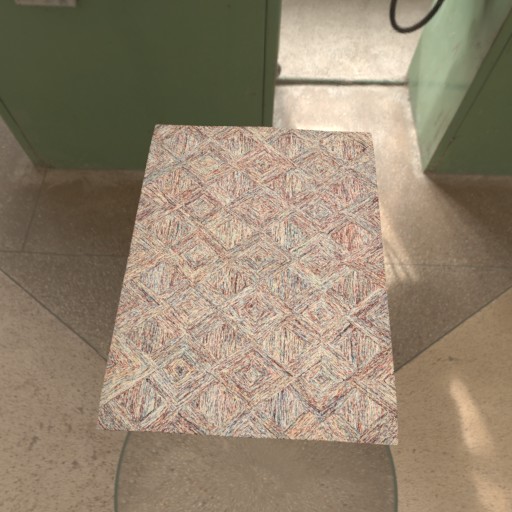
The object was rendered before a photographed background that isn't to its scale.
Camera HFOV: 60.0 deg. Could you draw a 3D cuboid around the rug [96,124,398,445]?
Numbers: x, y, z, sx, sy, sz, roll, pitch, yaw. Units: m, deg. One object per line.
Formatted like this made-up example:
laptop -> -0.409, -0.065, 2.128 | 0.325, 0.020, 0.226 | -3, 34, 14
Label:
rug -> 0.000, 0.000, 4.234 | 2.436, 0.024, 3.226 | 2, 63, 1
